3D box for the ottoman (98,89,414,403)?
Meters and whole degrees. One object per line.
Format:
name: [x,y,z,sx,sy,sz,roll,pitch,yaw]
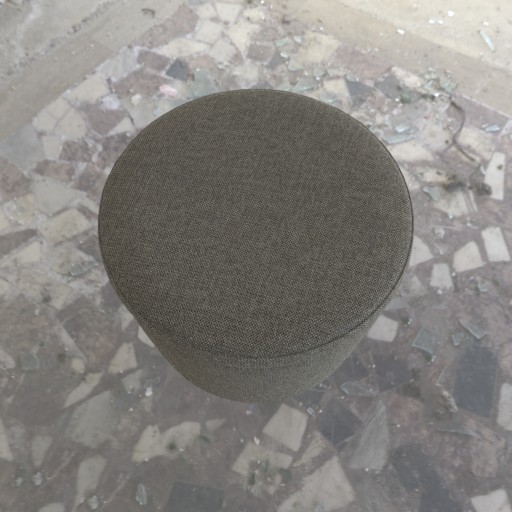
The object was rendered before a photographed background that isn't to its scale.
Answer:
ottoman: [0.000,0.000,0.893,0.520,0.430,0.520,0,64,0]
